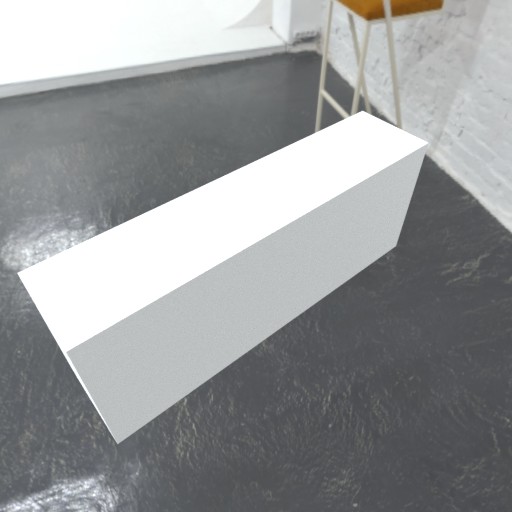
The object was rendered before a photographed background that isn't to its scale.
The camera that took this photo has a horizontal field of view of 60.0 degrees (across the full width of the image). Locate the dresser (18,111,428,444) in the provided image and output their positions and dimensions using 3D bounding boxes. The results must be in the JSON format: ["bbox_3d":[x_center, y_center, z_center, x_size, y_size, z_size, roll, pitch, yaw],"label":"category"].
[{"bbox_3d":[0.000,0.000,2.525,2.200,0.840,0.500,-31,53,-27],"label":"dresser"}]
